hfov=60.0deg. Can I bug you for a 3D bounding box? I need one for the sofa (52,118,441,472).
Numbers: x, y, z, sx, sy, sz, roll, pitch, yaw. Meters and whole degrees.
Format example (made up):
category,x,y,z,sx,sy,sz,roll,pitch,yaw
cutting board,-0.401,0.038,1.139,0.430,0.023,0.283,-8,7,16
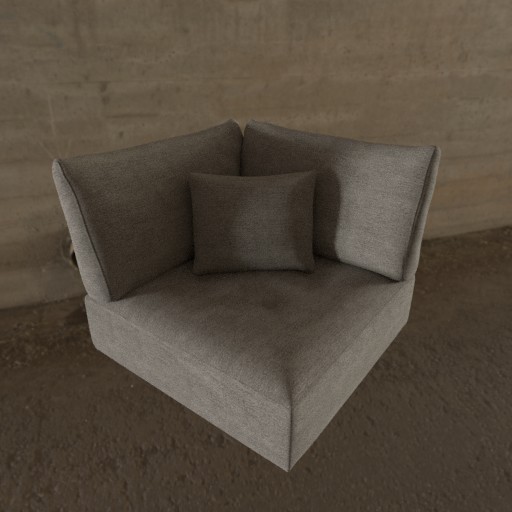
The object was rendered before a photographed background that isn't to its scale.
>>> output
category,x,y,z,sx,sy,sz,roll,pitch,yaw
sofa,0.000,0.000,1.717,1.000,0.820,1.000,19,33,33
